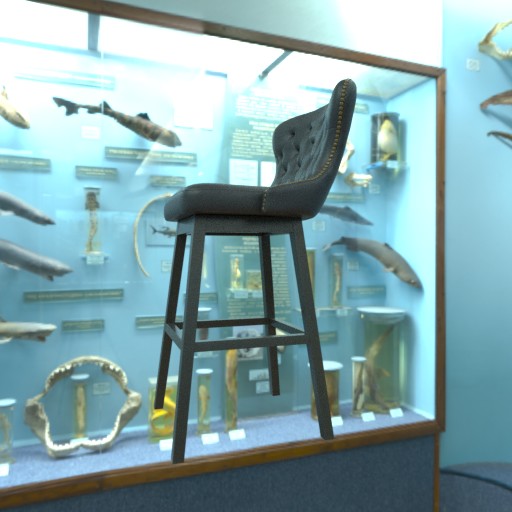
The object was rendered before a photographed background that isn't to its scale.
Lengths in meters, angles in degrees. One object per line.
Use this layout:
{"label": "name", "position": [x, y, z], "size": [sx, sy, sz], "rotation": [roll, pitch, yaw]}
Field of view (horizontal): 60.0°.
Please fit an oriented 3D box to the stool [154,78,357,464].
{"label": "stool", "position": [0.000, 0.000, 1.425], "size": [0.601, 1.050, 0.528], "rotation": [0, 1, -19]}
